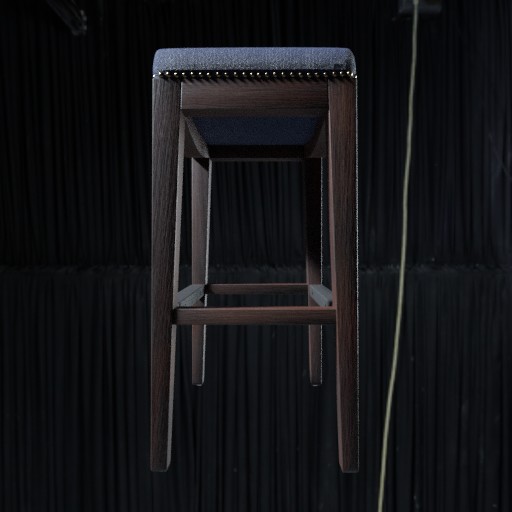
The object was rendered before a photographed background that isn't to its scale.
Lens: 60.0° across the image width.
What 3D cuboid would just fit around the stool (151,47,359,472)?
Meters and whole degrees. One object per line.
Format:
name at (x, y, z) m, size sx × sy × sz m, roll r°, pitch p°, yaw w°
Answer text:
stool at (0.000, 0.000, 1.000) m, size 0.358 × 0.740 × 0.498 m, roll 0°, pitch 2°, yaw 1°
